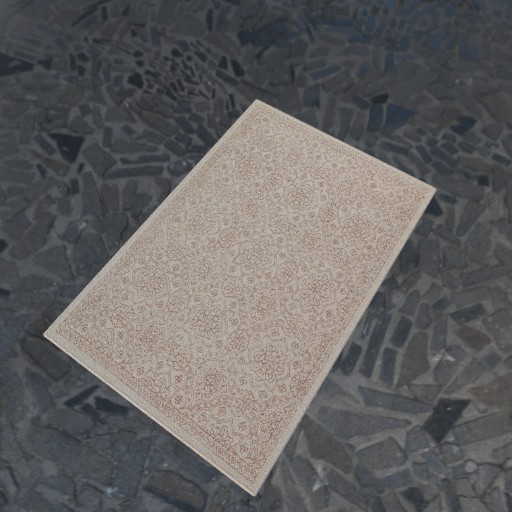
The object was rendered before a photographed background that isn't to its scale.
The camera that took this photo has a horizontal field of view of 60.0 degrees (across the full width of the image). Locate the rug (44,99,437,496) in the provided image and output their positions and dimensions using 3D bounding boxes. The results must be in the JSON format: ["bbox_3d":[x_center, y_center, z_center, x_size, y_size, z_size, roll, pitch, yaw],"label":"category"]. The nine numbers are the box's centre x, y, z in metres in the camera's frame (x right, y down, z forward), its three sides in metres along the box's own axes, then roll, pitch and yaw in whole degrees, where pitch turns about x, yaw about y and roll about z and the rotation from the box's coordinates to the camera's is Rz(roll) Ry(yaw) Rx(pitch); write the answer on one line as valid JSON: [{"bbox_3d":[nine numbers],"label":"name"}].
[{"bbox_3d":[0.000,0.000,2.296,1.219,0.010,1.829,31,68,14],"label":"rug"}]
